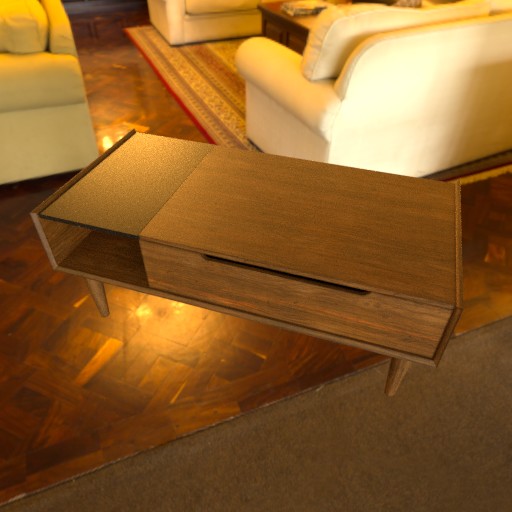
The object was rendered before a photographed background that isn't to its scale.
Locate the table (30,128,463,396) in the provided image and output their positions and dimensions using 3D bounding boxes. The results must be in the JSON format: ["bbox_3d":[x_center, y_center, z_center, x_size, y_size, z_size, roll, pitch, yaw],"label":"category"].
[{"bbox_3d":[0.000,0.000,1.562,1.221,0.508,0.610,12,43,14],"label":"table"}]
